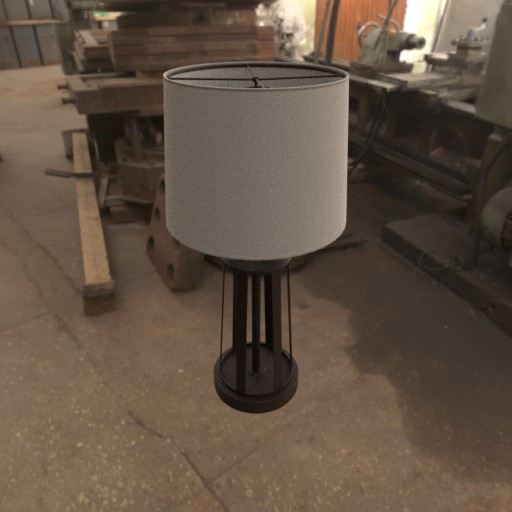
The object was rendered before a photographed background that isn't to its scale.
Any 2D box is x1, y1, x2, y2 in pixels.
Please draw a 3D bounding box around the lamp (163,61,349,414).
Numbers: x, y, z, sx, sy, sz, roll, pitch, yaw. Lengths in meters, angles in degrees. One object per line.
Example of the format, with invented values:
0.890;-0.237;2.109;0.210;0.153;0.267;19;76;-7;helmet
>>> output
0.000;0.000;0.660;0.251;0.509;0.251;0;30;0;lamp
